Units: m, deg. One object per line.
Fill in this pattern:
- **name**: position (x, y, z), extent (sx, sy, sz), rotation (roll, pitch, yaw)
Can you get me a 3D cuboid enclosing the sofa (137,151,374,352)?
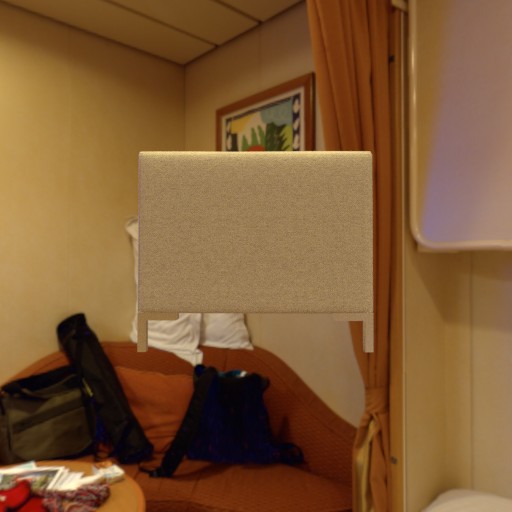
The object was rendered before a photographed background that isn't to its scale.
- **sofa**: position (0.000, 0.000, 2.474), extent (0.797, 0.655, 2.102), rotation (0, -1, 0)
